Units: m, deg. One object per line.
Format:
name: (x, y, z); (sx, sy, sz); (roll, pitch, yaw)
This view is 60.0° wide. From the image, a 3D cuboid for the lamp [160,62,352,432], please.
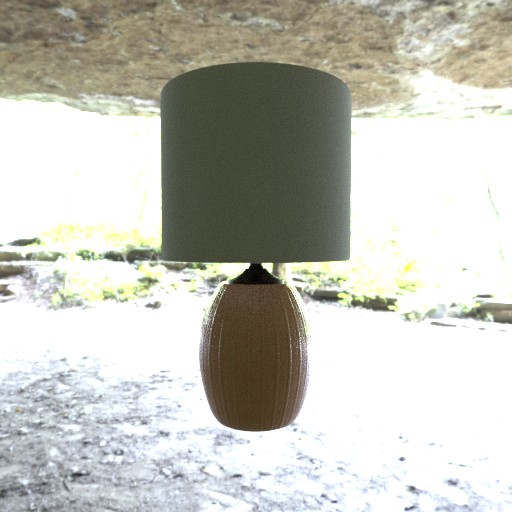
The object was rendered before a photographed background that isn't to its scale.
lamp: (0.000, 0.000, 0.785); (0.329, 0.570, 0.329); (0, 1, 0)
